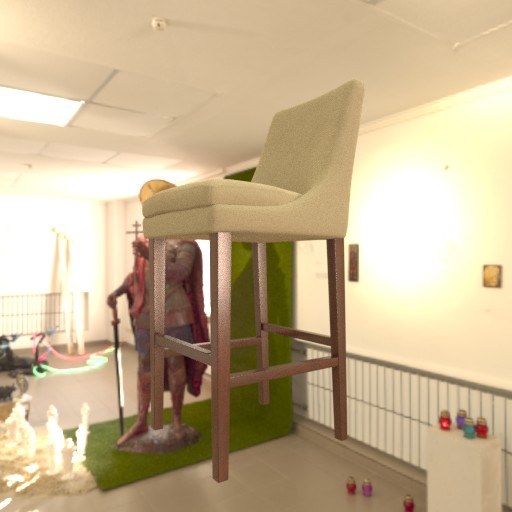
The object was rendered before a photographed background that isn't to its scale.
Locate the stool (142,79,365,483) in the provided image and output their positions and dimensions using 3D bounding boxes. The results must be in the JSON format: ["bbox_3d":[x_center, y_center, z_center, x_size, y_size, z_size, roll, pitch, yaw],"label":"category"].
[{"bbox_3d":[0.000,0.000,1.367,0.577,1.078,0.470,0,0,-35],"label":"stool"}]
